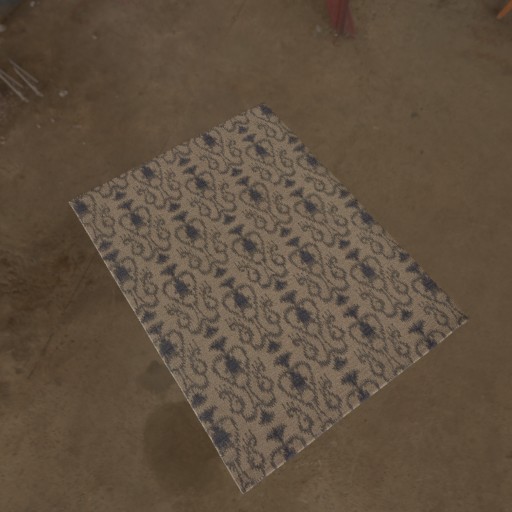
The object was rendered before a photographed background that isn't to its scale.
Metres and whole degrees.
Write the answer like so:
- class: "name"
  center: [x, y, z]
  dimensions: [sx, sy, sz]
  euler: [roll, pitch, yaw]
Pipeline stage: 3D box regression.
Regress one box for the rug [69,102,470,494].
- class: "rug"
  center: [0.000, 0.000, 4.229]
  dimensions: [2.437, 0.015, 3.205]
  euler: [-32, 67, -15]
